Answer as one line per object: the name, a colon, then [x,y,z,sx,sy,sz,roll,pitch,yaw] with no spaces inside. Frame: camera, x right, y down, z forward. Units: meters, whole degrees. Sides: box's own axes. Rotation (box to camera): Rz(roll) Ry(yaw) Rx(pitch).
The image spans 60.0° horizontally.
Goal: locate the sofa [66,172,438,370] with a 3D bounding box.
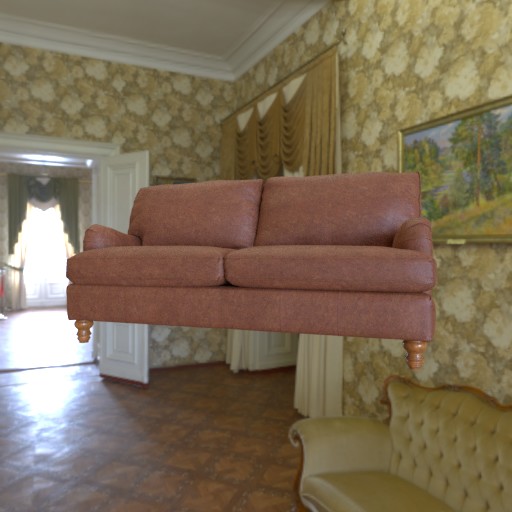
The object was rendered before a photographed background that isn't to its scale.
sofa: [0.000,0.000,2.895,2.144,1.071,1.147,0,1,19]
